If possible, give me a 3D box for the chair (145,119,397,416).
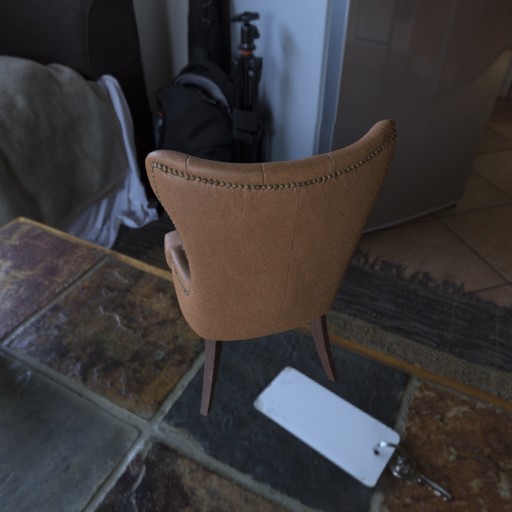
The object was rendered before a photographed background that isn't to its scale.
[{"bbox_3d":[0.000,0.000,1.491,0.611,1.065,0.669,-11,42,-12],"label":"chair"}]
